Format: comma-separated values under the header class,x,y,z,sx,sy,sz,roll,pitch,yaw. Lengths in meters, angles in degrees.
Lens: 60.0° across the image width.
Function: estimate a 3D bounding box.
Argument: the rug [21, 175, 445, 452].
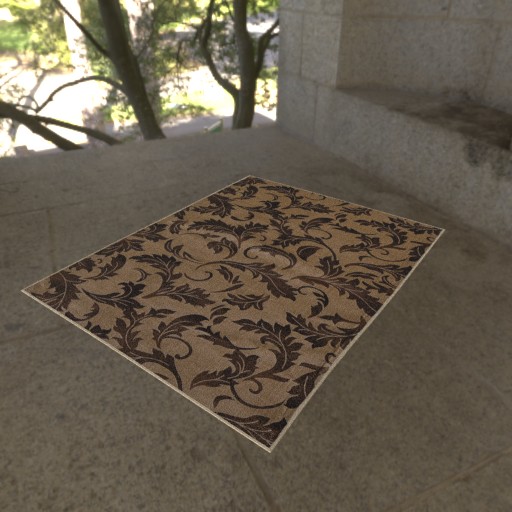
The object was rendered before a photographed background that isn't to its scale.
class,x,y,z,sx,sy,sz,roll,pitch,yaw
rug,0.000,0.000,3.874,2.380,0.008,2.977,21,38,30
